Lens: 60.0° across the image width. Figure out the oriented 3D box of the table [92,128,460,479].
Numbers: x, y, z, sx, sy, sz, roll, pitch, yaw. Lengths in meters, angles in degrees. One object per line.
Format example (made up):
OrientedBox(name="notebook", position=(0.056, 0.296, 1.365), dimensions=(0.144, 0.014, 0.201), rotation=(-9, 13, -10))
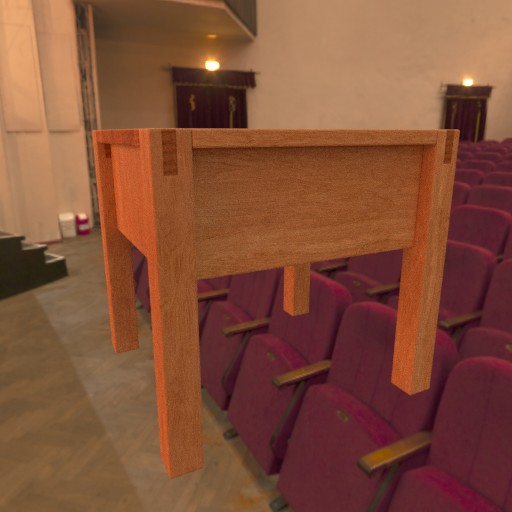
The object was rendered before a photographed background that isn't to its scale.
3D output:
OrientedBox(name="table", position=(0.000, 0.000, 0.823), dimensions=(0.480, 0.450, 0.440), rotation=(-8, 17, -26))
